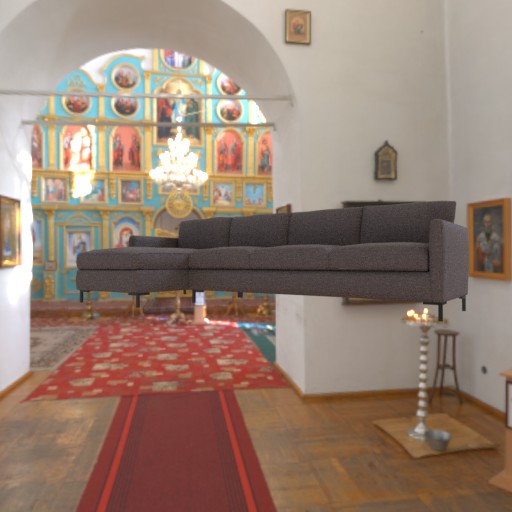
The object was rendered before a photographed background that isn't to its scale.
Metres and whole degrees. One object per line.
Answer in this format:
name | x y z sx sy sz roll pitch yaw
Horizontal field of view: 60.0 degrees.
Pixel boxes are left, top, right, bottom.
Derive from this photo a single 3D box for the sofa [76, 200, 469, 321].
sofa | 0.000 0.000 3.297 2.731 0.754 1.258 -1 -1 35
